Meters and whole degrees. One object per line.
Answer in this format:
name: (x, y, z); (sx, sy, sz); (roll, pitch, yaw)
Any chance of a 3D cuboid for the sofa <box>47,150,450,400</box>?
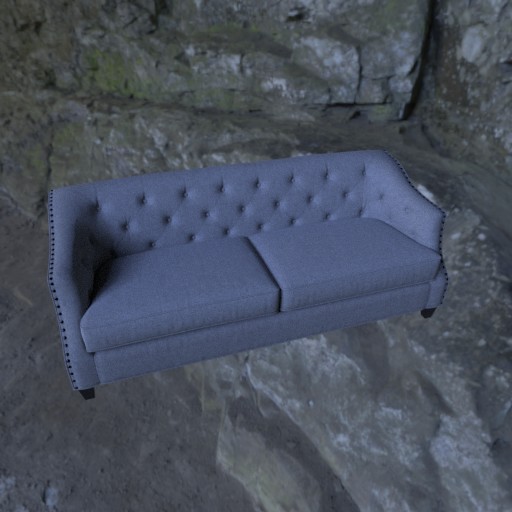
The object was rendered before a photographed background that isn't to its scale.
sofa: (0.000, 0.000, 2.709); (2.235, 0.901, 0.914); (-10, 34, -15)
